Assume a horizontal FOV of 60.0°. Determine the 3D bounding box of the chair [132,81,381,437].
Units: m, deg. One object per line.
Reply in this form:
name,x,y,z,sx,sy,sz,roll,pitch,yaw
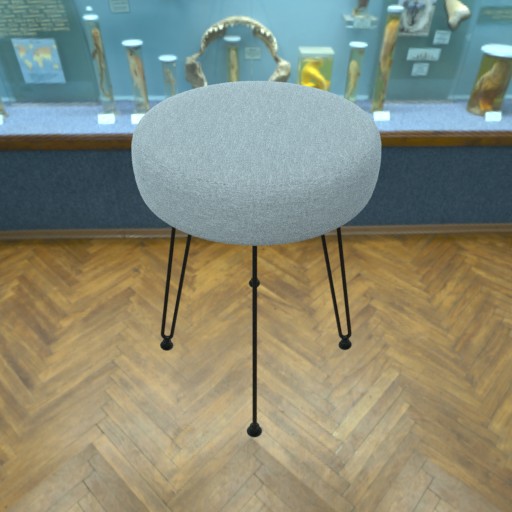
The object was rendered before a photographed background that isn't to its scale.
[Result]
chair,0.000,0.000,0.668,0.350,0.440,0.350,0,41,0
